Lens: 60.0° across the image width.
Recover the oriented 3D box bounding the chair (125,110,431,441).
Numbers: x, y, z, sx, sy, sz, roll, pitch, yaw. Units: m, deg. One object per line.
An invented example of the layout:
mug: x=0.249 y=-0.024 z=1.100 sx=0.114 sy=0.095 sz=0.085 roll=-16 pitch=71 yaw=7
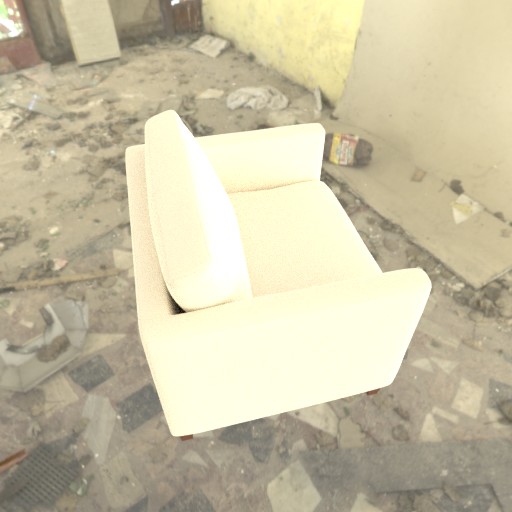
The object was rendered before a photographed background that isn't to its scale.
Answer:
chair: x=0.000 y=0.000 z=1.726 sx=0.878 sy=0.885 sz=1.019 roll=-10 pitch=46 yaw=-10
